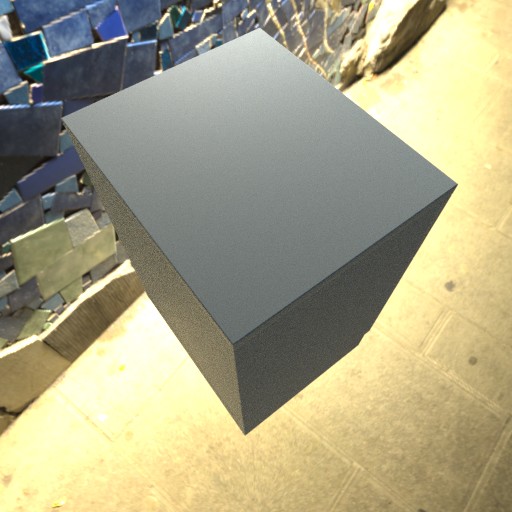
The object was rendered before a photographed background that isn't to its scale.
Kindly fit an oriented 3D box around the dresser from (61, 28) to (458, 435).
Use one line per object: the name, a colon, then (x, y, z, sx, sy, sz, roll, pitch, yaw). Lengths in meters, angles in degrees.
dresser: (0.000, 0.000, 0.814, 0.360, 0.560, 0.400, -33, 65, -18)
